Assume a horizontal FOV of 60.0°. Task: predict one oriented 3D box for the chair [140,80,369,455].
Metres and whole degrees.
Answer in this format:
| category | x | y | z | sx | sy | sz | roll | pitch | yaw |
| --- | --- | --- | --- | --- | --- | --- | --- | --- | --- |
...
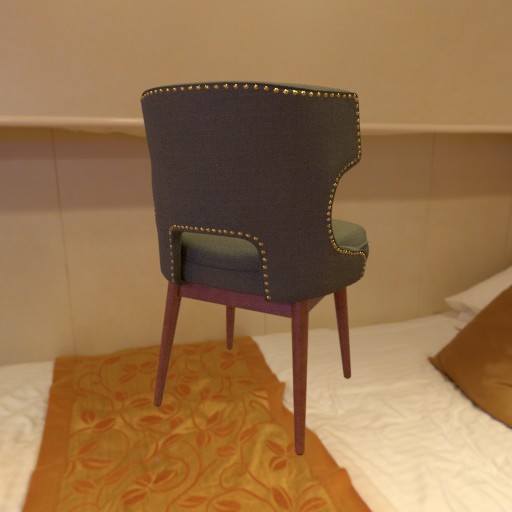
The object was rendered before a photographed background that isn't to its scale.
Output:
| category | x | y | z | sx | sy | sz | roll | pitch | yaw |
| --- | --- | --- | --- | --- | --- | --- | --- | --- | --- |
| chair | 0.000 | 0.000 | 1.246 | 0.595 | 0.863 | 0.581 | 8 | 16 | 27 |
